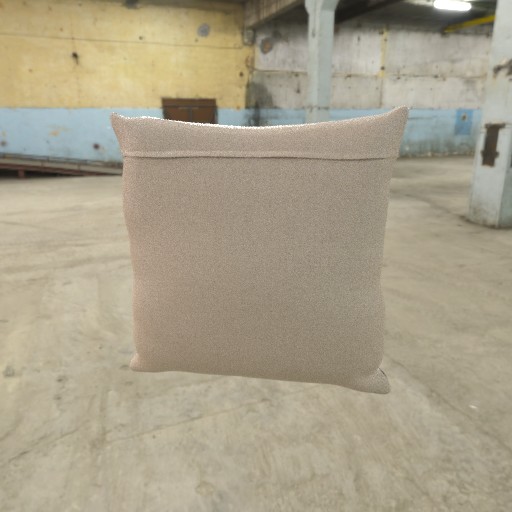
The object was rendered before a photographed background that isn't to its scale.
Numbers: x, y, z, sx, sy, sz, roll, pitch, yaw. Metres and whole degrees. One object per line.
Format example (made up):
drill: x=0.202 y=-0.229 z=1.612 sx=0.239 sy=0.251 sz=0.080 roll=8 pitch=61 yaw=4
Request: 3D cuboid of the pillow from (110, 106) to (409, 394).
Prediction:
pillow: x=0.000 y=0.000 z=0.690 sx=0.440 sy=0.441 sz=0.182 roll=2 pitch=16 yaw=8
